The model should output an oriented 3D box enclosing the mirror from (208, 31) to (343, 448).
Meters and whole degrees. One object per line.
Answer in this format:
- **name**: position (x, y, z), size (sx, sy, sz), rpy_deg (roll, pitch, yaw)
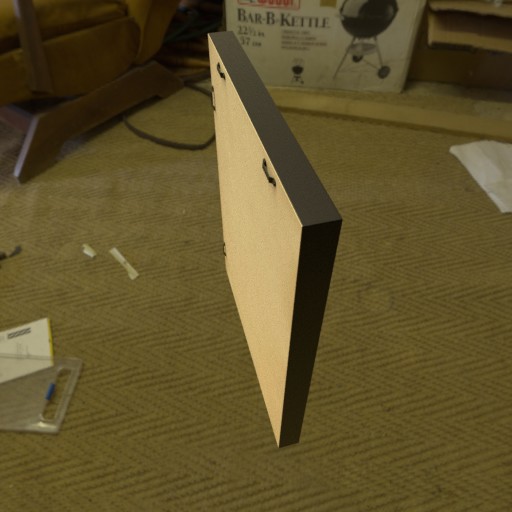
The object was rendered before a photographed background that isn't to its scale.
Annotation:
- **mirror**: position (0.000, 0.000, 0.681), size (0.041, 0.509, 0.406), rpy_deg (-11, 49, -10)
